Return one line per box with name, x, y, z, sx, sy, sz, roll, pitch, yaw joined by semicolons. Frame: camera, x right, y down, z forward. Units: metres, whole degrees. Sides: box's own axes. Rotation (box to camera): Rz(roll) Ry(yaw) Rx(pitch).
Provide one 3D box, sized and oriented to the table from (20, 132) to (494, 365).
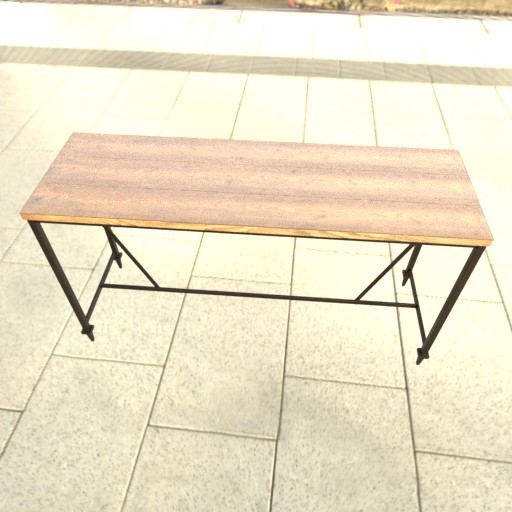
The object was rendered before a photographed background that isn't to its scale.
table;0.000;0.000;2.091;1.700;0.902;0.551;3;47;3
